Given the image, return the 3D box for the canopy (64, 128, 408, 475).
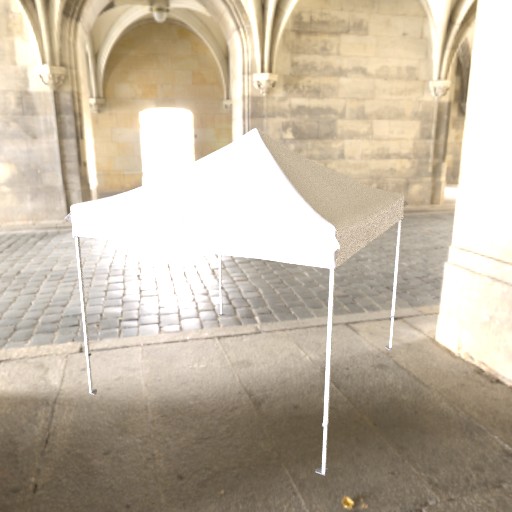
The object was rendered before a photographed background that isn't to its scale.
[{"bbox_3d":[0.000,0.000,5.410,2.994,2.998,2.996,7,15,27],"label":"canopy"}]
